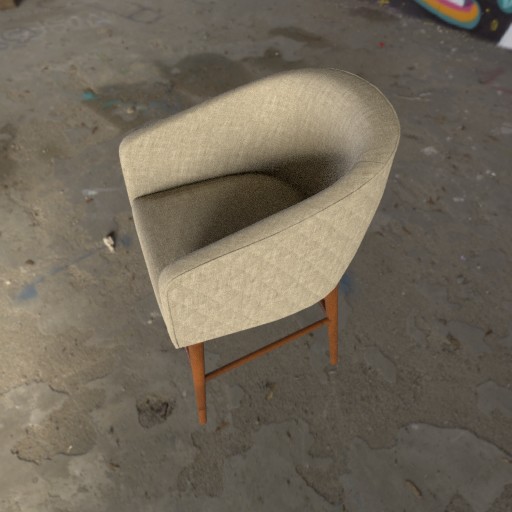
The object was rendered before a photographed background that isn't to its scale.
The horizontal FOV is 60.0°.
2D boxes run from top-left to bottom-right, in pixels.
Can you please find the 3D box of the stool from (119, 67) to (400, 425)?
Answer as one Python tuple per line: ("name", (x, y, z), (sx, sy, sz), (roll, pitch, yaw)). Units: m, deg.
("stool", (0.000, 0.000, 1.340), (0.635, 0.952, 0.559), (-16, 49, -14))
